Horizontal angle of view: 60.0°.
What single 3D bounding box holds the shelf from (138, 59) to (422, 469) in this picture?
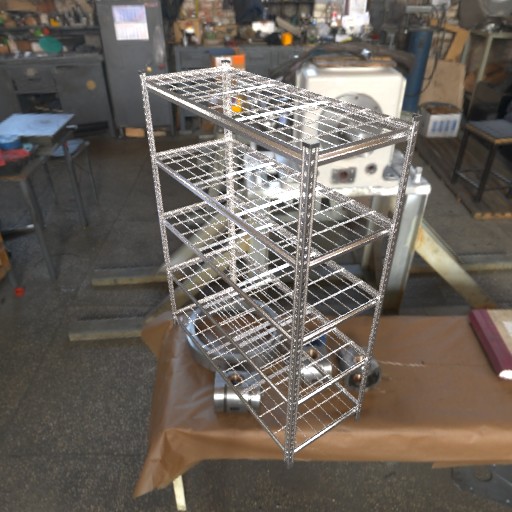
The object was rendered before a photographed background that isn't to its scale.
[{"bbox_3d":[0.000,0.000,2.741,0.610,1.981,1.524,-21,39,-29],"label":"shelf"}]
